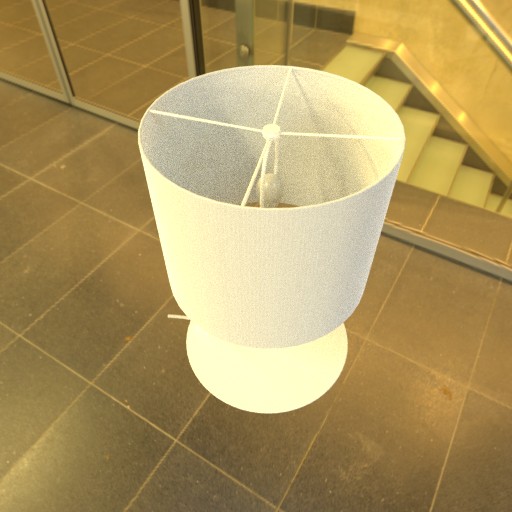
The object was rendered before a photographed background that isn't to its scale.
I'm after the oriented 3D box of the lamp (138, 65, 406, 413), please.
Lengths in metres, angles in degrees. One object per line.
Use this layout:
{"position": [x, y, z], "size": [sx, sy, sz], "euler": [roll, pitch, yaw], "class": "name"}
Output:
{"position": [0.000, 0.000, 0.674], "size": [0.341, 0.454, 0.299], "euler": [9, 48, 8], "class": "lamp"}
